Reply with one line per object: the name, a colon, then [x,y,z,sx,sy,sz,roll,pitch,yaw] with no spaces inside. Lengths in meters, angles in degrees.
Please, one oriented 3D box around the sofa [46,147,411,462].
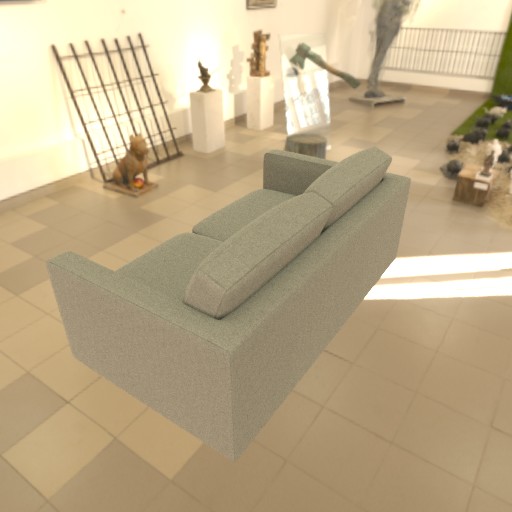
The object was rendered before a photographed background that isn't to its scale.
sofa: [0.000,0.000,2.325,1.000,0.900,1.731,20,37,29]
